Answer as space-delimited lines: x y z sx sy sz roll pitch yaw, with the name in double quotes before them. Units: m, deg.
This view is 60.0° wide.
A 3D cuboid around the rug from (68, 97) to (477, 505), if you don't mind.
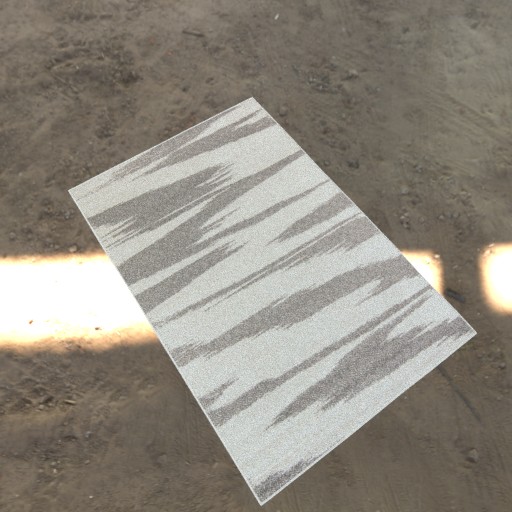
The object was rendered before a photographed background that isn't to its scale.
"rug" 0.000 0.000 2.230 1.225 0.008 1.827 -32 67 -15
